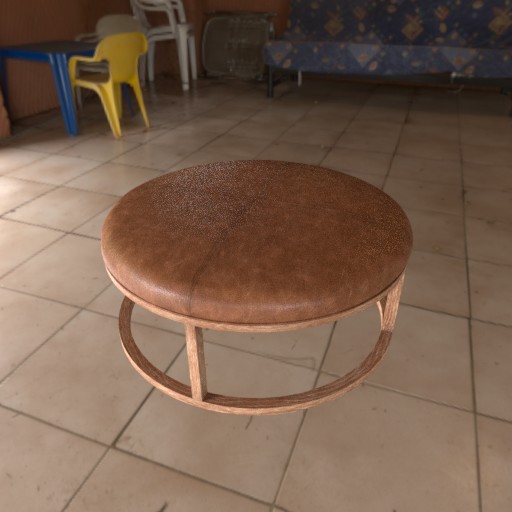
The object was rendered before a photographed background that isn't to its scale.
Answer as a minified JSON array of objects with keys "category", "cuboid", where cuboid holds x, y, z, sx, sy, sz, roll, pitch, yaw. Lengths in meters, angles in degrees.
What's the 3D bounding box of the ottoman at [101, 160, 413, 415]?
[{"category":"ottoman","cuboid":[0.000,0.000,1.557,1.006,0.445,1.006,0,31,0]}]
